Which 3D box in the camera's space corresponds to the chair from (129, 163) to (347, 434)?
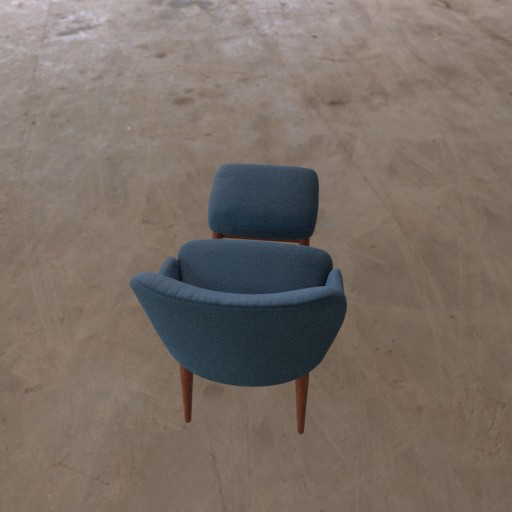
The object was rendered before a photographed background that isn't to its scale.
[{"bbox_3d":[0.000,0.000,1.575,0.584,0.866,1.114,4,47,4],"label":"chair"}]
